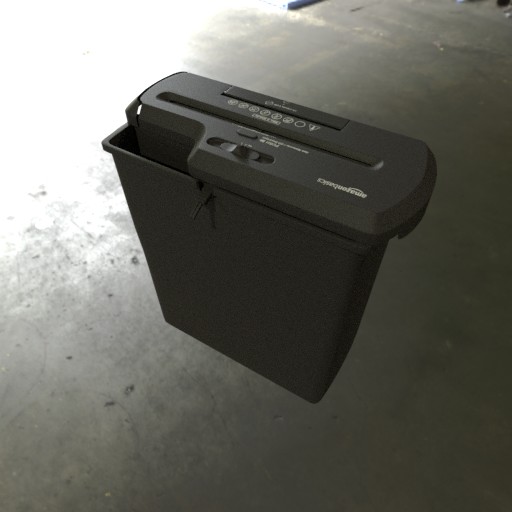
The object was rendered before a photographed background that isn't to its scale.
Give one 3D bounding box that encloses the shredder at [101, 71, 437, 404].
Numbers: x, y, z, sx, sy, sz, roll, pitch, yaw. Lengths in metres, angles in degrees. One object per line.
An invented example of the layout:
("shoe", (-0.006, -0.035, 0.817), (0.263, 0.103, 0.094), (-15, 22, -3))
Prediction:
("shredder", (0.000, 0.000, 0.521), (0.320, 0.335, 0.170), (24, 51, 21))
